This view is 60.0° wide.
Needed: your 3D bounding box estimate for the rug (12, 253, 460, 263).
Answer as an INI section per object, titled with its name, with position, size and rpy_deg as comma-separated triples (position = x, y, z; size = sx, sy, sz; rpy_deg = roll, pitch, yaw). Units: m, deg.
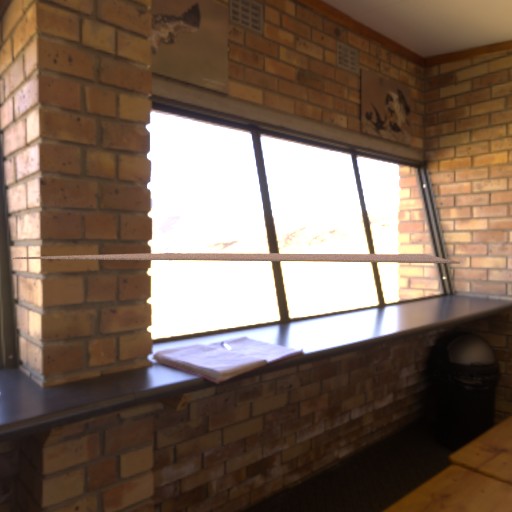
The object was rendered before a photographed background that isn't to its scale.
[rug]
position = 0.000, 0.000, 3.907
size = 2.980, 0.012, 2.363
rpy_deg = 0, 1, 17
